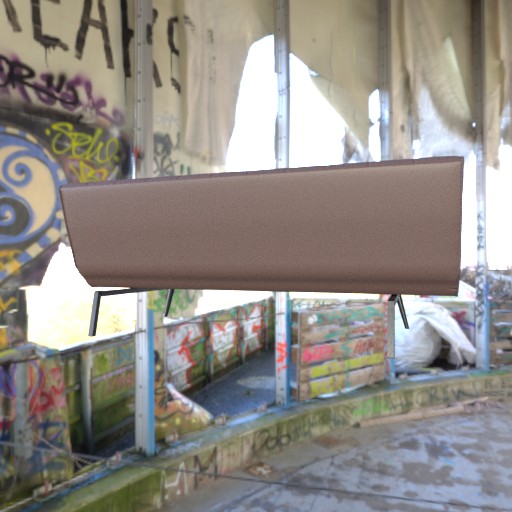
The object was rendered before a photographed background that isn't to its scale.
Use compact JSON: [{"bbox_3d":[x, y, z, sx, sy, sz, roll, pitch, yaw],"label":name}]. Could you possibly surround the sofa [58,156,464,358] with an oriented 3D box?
[{"bbox_3d":[0.000,0.000,2.058,1.703,0.699,0.747,0,-1,20],"label":"sofa"}]
